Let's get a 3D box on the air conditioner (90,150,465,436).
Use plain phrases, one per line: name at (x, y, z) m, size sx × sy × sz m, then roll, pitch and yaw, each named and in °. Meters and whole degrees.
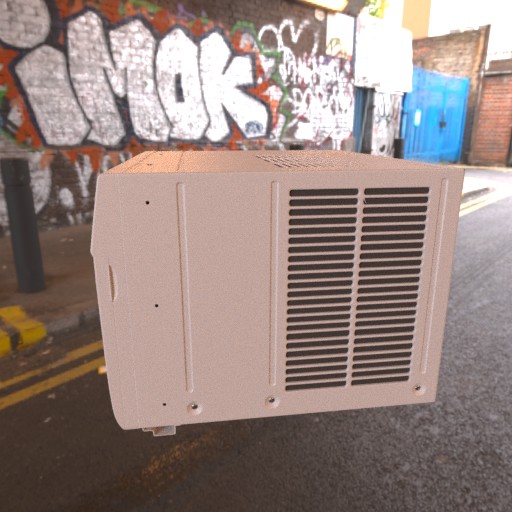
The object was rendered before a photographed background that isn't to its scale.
air conditioner at (0.000, 0.000, 1.044) m, size 0.599 × 0.455 × 0.645 m, roll -2°, pitch 16°, yaw -8°
